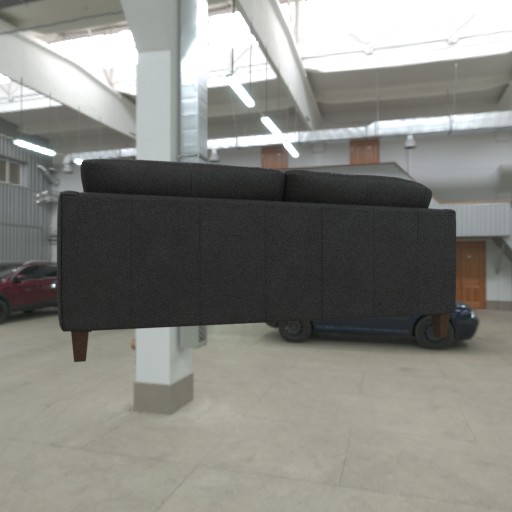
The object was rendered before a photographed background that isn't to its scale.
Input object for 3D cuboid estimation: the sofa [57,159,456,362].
[{"bbox_3d":[0.000,0.000,2.480,1.971,0.863,0.933,0,-1,-19],"label":"sofa"}]
